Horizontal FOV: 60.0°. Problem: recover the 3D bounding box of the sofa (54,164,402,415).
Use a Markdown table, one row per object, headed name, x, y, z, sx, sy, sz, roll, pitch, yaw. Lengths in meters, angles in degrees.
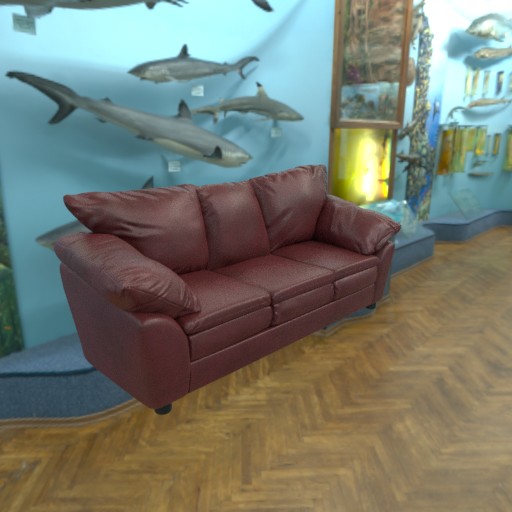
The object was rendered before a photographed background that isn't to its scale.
| name | x | y | z | sx | sy | sz | roll | pitch | yaw |
| --- | --- | --- | --- | --- | --- | --- | --- | --- | --- |
| sofa | 0.000 | 0.000 | 2.941 | 0.907 | 1.091 | 2.390 | 15 | 21 | 43 |
